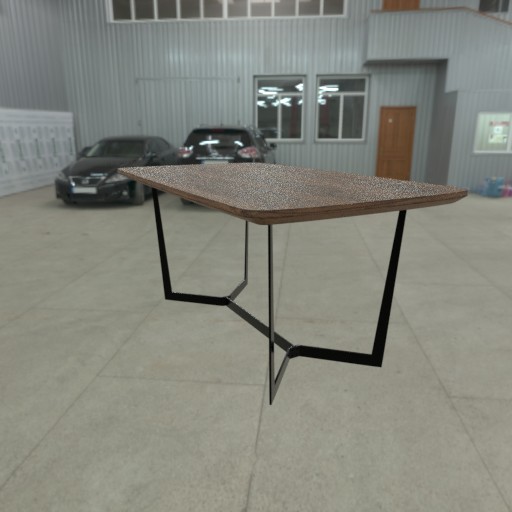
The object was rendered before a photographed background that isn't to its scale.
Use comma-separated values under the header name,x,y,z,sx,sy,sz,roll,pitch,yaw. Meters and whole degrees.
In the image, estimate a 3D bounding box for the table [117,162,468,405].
name,x,y,z,sx,sy,sz,roll,pitch,yaw
table,0.000,0.000,2.155,0.949,0.765,1.643,-9,18,-28
